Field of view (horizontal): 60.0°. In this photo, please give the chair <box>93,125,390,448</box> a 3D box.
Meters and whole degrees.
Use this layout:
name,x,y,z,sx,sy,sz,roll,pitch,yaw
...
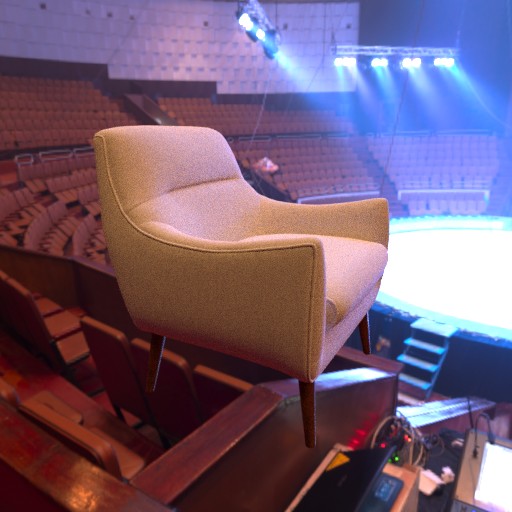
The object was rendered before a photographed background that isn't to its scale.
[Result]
name,x,y,z,sx,sy,sz,roll,pitch,yaw
chair,0.000,0.000,1.482,0.787,0.838,0.762,8,17,27
